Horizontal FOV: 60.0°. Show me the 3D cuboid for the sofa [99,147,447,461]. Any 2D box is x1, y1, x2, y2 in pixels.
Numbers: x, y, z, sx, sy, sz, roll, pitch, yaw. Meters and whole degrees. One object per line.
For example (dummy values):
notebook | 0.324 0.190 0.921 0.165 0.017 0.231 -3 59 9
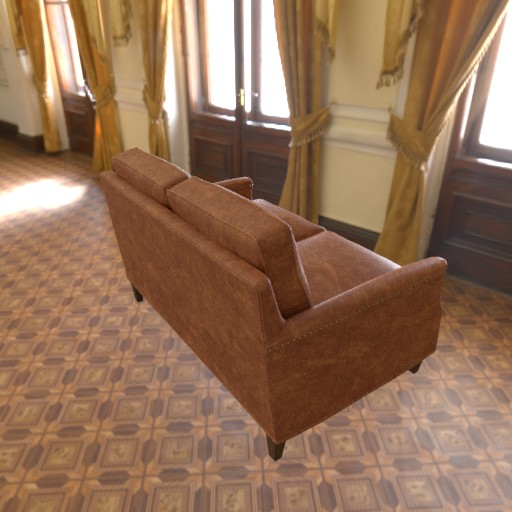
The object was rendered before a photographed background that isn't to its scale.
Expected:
sofa | 0.000 0.000 2.316 1.084 1.003 1.597 -18 32 -31
